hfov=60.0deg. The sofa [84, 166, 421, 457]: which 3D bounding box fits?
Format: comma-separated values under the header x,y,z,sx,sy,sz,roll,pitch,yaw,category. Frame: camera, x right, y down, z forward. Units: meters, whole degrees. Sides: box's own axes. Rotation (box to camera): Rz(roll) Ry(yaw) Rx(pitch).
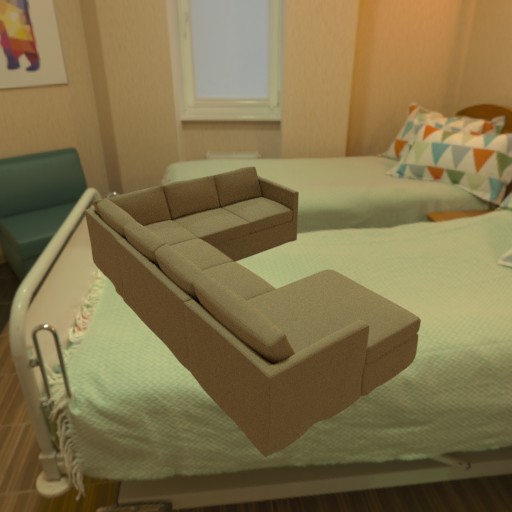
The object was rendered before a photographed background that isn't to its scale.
x,y,z,sx,sy,sz,roll,pitch,yaw,category
0.000,0.000,4.650,2.476,0.878,3.528,-19,33,-32,sofa
